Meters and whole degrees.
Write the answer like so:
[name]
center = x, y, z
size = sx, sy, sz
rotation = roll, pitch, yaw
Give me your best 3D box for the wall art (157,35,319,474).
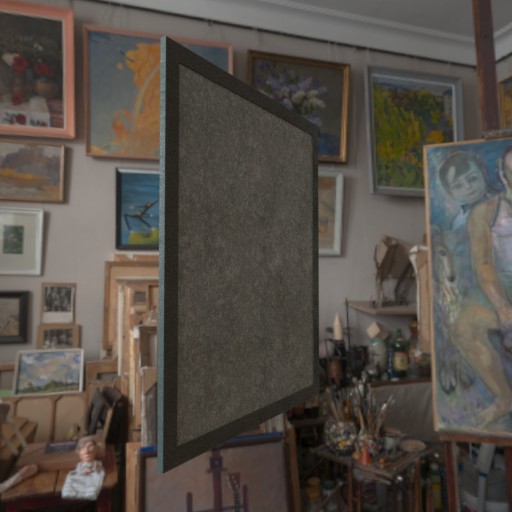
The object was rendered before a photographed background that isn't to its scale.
[wall art]
center = 0.000, 0.000, 1.317
size = 0.030, 0.983, 0.767
rotation = -1, -2, 35
